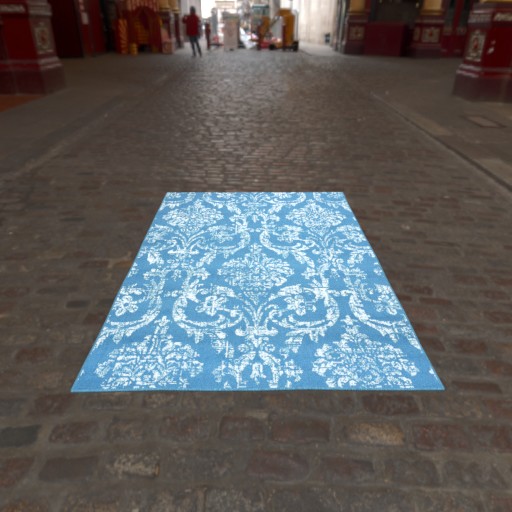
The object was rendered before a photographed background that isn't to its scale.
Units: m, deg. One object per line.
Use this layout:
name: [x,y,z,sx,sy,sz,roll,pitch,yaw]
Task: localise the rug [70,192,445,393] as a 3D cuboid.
rug: [0.000,0.000,2.235,1.211,0.012,1.833,0,28,0]
